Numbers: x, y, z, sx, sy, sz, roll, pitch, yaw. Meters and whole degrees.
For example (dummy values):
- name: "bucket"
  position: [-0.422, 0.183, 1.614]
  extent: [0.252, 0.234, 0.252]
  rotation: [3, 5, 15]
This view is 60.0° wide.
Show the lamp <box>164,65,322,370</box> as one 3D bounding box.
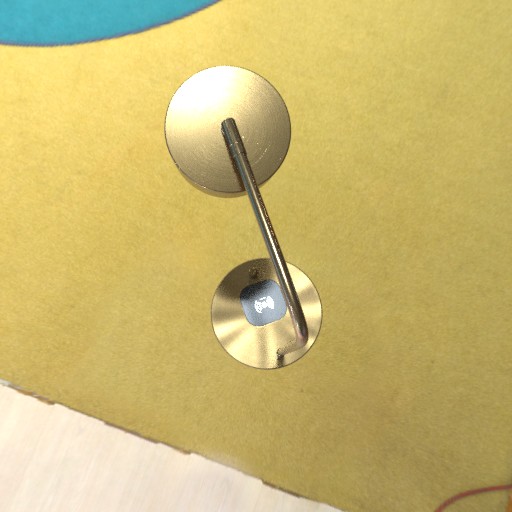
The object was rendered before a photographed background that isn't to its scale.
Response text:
- name: "lamp"
  position: [0.000, 0.000, 0.528]
  extent: [0.171, 0.380, 0.270]
  rotation: [-18, 77, -4]
